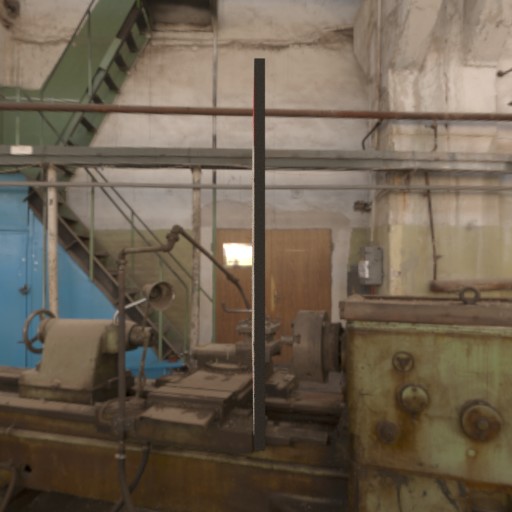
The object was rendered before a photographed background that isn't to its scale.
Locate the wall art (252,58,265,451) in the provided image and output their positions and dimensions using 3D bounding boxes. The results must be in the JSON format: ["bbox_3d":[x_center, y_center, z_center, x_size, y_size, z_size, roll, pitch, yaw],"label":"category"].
[{"bbox_3d":[0.000,0.000,0.850,0.013,0.458,0.664,0,0,-1],"label":"wall art"}]
